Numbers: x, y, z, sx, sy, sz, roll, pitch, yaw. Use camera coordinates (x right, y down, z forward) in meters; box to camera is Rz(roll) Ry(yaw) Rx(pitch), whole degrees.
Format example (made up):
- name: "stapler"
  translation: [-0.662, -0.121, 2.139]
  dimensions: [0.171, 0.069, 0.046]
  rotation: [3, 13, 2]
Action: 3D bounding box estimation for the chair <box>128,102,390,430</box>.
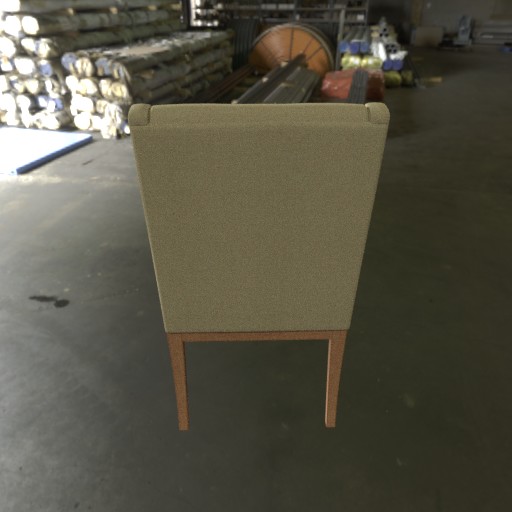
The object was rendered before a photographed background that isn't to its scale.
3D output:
- name: "chair"
  translation: [0.000, 0.000, 1.382]
  dimensions: [0.575, 1.021, 0.611]
  rotation: [-1, 30, -1]
